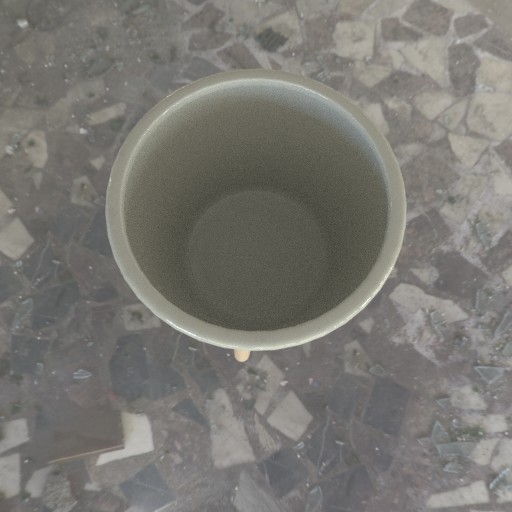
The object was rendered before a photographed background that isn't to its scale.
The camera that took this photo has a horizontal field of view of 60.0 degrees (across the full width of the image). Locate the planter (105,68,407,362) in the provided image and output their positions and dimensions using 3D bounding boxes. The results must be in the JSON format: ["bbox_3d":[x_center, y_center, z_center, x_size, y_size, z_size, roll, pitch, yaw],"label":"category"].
[{"bbox_3d":[0.000,0.000,0.475,0.217,0.331,0.217,-5,75,-1],"label":"planter"}]
